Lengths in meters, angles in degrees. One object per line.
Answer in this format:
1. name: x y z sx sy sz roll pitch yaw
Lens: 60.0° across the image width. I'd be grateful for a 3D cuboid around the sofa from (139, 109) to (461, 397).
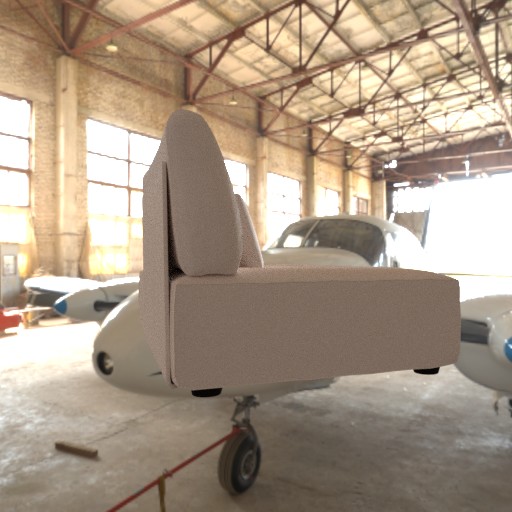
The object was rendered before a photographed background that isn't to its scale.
1. sofa: 0.000 0.000 2.049 1.000 0.820 1.450 0 0 -19
